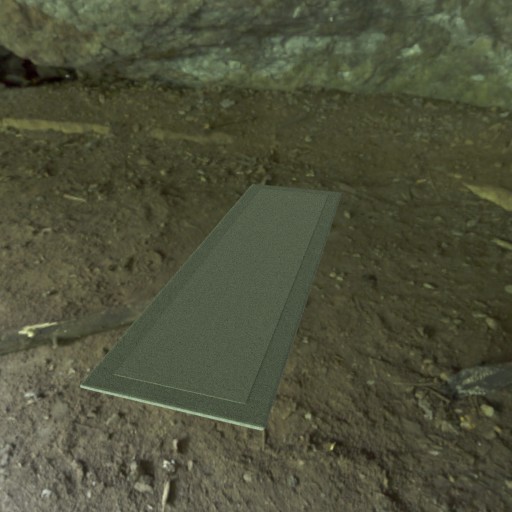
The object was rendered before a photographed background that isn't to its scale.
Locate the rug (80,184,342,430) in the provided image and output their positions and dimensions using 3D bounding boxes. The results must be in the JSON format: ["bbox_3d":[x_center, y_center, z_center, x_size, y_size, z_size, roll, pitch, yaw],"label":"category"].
[{"bbox_3d":[0.000,0.000,2.682,0.759,0.012,2.430,8,30,14],"label":"rug"}]
